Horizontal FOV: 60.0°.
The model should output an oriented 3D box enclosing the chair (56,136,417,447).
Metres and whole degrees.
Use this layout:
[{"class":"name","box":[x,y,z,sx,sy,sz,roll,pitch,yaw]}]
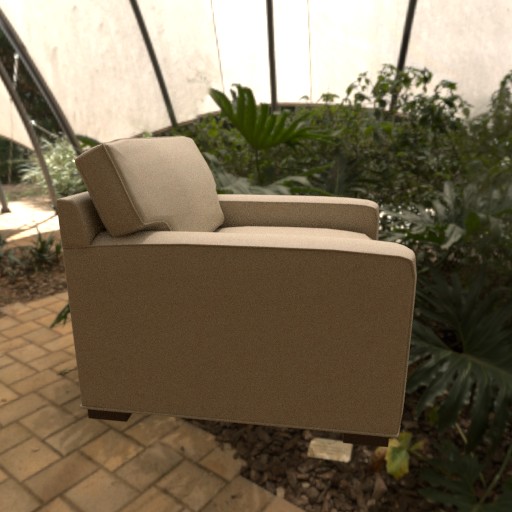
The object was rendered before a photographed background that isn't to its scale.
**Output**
[{"class":"chair","box":[0.000,0.000,1.759,1.043,0.913,0.998,2,16,8]}]
